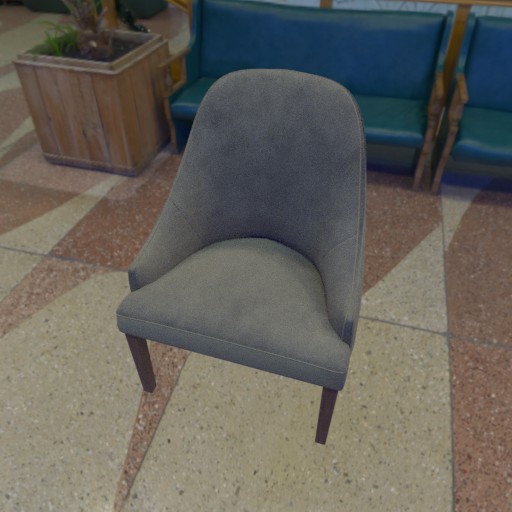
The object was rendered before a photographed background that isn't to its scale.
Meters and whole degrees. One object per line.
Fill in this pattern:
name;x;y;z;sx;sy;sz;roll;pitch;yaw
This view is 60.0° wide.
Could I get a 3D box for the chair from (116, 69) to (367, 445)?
chair;0.000;0.000;1.292;0.643;0.889;0.575;12;42;13
